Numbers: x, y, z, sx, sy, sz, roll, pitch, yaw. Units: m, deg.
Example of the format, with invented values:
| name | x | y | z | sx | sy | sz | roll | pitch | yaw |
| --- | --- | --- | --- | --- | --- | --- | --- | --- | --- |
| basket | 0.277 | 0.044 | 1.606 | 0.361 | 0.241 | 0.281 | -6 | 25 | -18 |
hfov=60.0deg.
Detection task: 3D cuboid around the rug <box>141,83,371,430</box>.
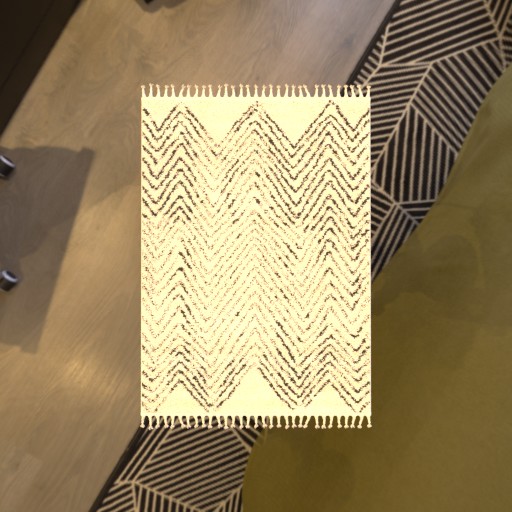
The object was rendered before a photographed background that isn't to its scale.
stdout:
| name | x | y | z | sx | sy | sz | roll | pitch | yaw |
| --- | --- | --- | --- | --- | --- | --- | --- | --- | --- |
| rug | 0.000 | 0.000 | 2.356 | 1.230 | 0.014 | 1.847 | 0 | 90 | 0 |
